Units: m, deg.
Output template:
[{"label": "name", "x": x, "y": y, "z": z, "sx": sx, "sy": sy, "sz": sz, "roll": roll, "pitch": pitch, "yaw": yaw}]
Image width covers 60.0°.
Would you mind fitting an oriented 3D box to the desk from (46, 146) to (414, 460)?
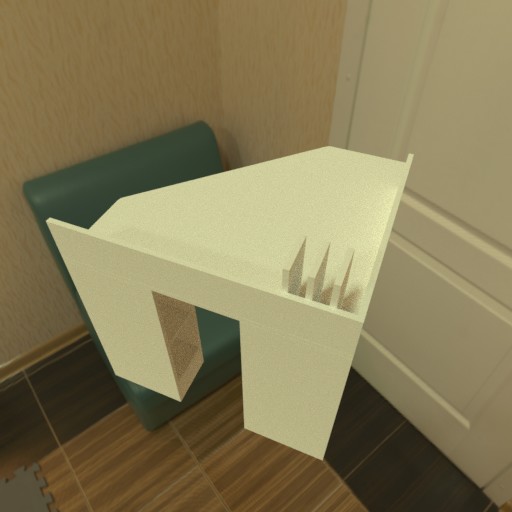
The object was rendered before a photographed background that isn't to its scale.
[{"label": "desk", "x": 0.000, "y": 0.000, "z": 1.767, "sx": 0.940, "sy": 0.986, "sz": 0.940, "roll": 17, "pitch": 48, "yaw": 15}]
